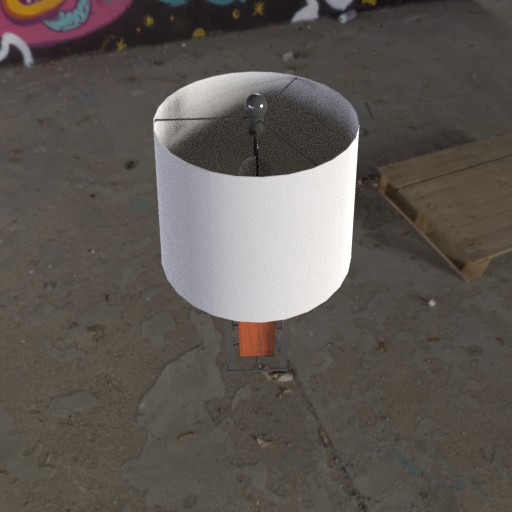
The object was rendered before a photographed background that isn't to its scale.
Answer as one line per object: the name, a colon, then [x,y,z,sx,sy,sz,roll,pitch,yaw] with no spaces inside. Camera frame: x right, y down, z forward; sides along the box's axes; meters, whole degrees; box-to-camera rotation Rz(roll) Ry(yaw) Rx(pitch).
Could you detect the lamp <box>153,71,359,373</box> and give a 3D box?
lamp: [0.000,0.000,0.774,0.320,0.591,0.320,0,46,0]
